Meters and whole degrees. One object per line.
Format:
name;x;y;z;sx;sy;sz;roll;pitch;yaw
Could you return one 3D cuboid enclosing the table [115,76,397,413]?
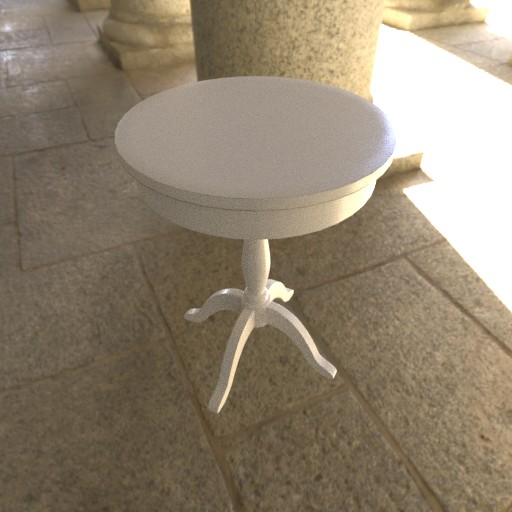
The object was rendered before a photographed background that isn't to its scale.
table;0.000;0.000;1.037;0.513;0.653;0.513;0;40;0
